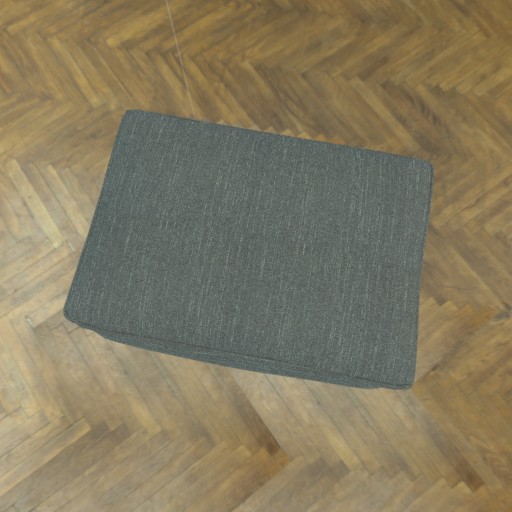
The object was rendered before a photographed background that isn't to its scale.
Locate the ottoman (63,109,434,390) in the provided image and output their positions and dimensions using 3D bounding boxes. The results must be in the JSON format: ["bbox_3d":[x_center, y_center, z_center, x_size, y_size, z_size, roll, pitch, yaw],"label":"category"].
[{"bbox_3d":[0.000,0.000,1.016,0.686,0.406,0.508,11,76,3],"label":"ottoman"}]
